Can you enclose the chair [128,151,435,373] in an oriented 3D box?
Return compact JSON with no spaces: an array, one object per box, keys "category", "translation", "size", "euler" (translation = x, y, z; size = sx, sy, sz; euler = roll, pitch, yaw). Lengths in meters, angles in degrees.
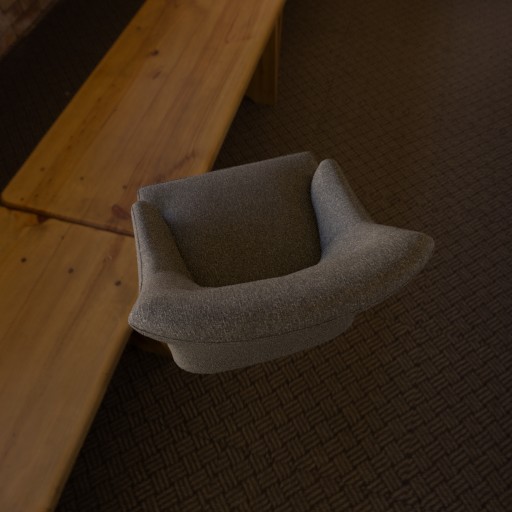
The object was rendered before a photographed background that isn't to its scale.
[{"category":"chair","translation":[0.000,0.000,1.649],"size":[0.864,0.856,0.923],"euler":[-14,60,-8]}]
